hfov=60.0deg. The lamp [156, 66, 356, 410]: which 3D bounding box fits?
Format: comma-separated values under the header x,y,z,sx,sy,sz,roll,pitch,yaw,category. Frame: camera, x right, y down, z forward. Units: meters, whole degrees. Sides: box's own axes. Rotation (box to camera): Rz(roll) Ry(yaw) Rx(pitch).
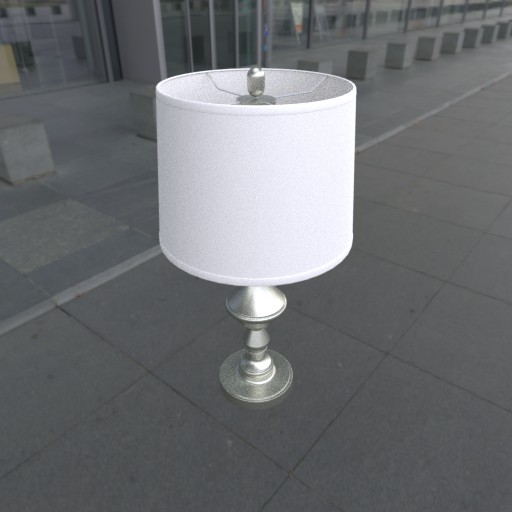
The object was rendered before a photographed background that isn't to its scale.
x,y,z,sx,sy,sz,roll,pitch,yaw,category
0.000,0.000,0.924,0.383,0.733,0.383,0,31,0,lamp
